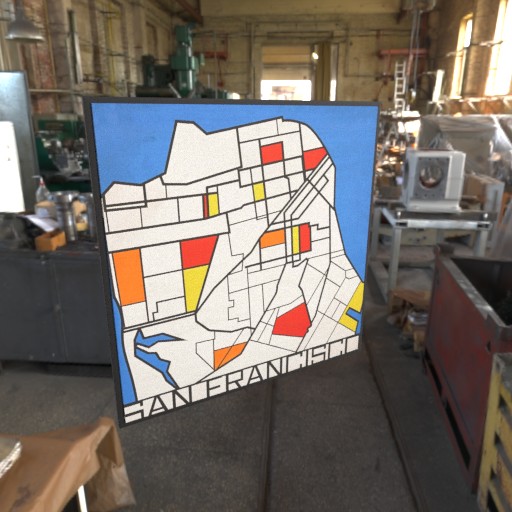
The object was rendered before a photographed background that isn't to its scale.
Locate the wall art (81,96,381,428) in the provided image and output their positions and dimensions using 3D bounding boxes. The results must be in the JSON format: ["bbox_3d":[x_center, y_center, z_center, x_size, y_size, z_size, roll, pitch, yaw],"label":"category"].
[{"bbox_3d":[0.000,0.000,0.994,0.664,0.663,0.015,-9,20,-27],"label":"wall art"}]
